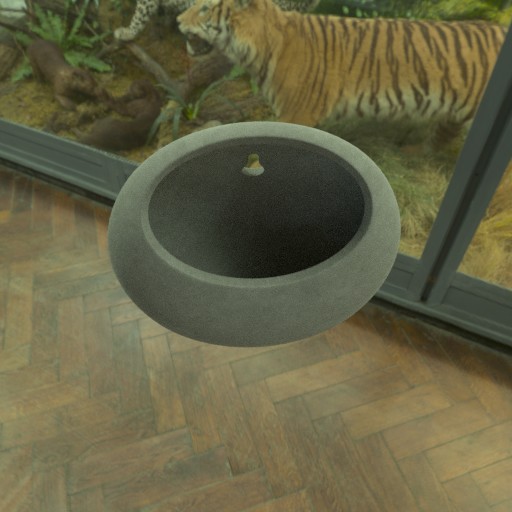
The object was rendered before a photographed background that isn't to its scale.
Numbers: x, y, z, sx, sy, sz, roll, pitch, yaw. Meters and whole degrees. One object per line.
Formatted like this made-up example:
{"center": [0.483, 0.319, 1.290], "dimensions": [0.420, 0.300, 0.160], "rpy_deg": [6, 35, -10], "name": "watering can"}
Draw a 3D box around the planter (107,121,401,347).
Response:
{"center": [0.000, 0.000, 0.288], "dimensions": [0.185, 0.188, 0.071], "rpy_deg": [-2, 46, -2], "name": "planter"}
